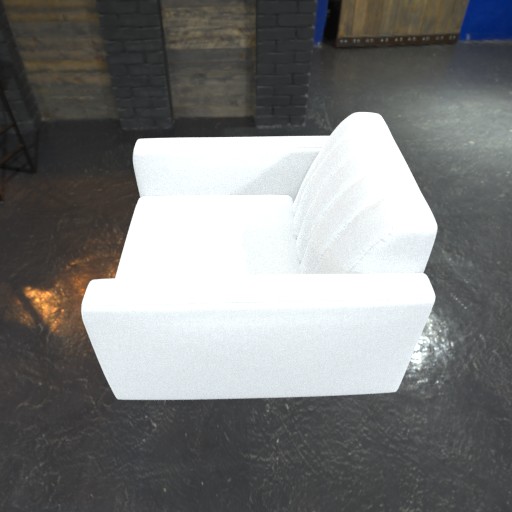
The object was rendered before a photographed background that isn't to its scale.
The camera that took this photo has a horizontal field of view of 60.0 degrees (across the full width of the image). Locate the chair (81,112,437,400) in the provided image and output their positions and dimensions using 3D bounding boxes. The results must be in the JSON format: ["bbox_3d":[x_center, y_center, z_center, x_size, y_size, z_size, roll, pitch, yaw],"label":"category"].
[{"bbox_3d":[0.000,0.000,1.664,0.998,0.819,0.953,-1,43,-1],"label":"chair"}]
